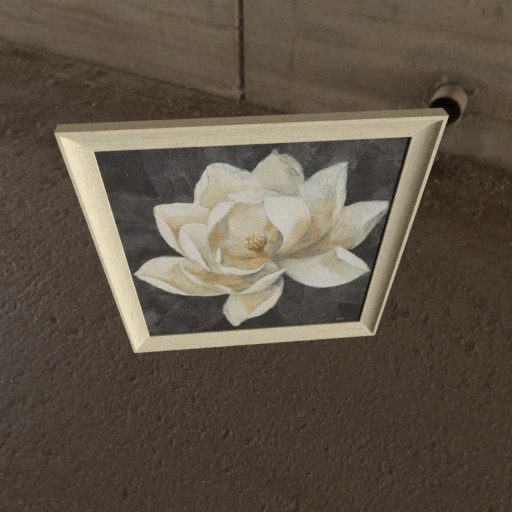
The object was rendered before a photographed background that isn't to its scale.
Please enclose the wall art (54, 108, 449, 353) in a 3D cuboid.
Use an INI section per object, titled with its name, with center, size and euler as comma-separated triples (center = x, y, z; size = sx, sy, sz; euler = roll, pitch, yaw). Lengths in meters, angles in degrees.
[wall art]
center = 0.000, 0.000, 1.516
size = 1.016, 1.016, 0.045
euler = -4, 46, -3
